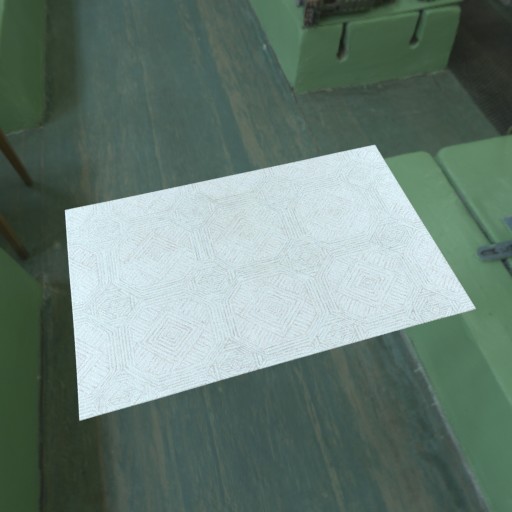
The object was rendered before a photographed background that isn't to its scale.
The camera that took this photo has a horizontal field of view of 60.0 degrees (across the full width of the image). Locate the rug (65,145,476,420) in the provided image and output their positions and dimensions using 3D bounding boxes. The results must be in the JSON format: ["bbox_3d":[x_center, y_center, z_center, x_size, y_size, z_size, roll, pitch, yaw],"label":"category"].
[{"bbox_3d":[0.000,0.000,2.997,2.440,0.008,1.524,-14,58,-9],"label":"rug"}]
